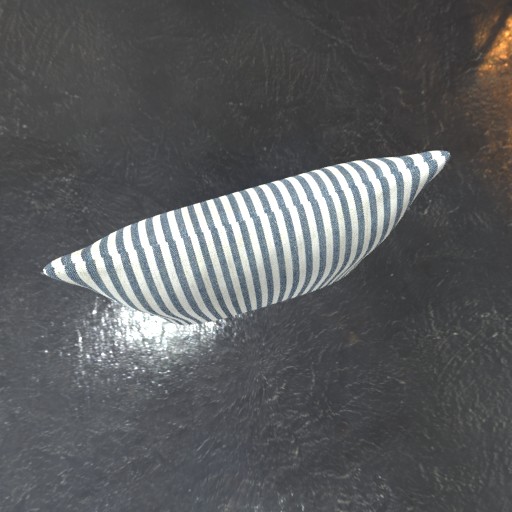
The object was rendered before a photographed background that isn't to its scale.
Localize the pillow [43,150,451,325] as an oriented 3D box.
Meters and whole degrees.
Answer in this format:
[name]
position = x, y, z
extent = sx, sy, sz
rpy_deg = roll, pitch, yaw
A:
[pillow]
position = 0.000, 0.000, 0.782
extent = 0.523, 0.510, 0.166
rpy_deg = -17, 77, -4
